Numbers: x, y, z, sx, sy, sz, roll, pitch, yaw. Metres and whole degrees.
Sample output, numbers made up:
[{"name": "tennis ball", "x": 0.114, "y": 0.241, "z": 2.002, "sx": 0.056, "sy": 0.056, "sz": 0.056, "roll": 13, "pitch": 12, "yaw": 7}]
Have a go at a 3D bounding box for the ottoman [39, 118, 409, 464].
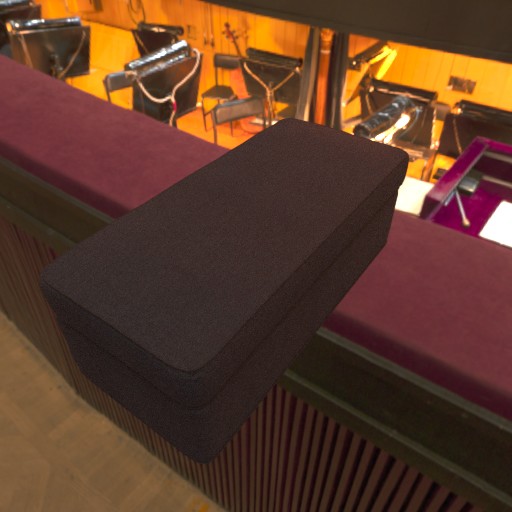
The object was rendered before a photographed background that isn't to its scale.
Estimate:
[{"name": "ottoman", "x": 0.000, "y": 0.000, "z": 1.384, "sx": 0.515, "sy": 0.460, "sz": 1.110, "roll": 25, "pitch": 46, "yaw": 26}]
